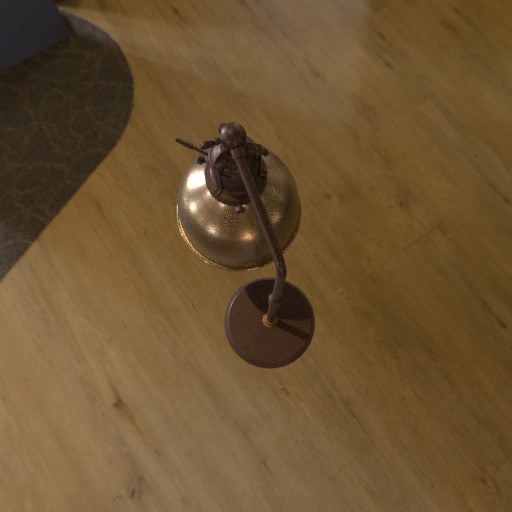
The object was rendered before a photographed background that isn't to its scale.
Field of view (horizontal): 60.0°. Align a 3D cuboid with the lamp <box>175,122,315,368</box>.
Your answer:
[{"bbox_3d":[0.000,0.000,0.598,0.175,0.469,0.298,-18,76,-5],"label":"lamp"}]
